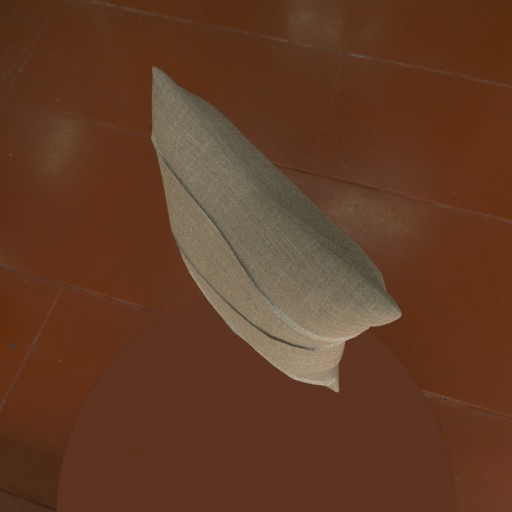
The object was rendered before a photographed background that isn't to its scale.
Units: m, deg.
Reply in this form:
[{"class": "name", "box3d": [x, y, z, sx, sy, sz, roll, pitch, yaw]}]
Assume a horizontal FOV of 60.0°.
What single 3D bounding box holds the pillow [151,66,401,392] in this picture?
[{"class": "pillow", "box3d": [0.000, 0.000, 0.646, 0.169, 0.400, 0.424, -36, 69, -16]}]
